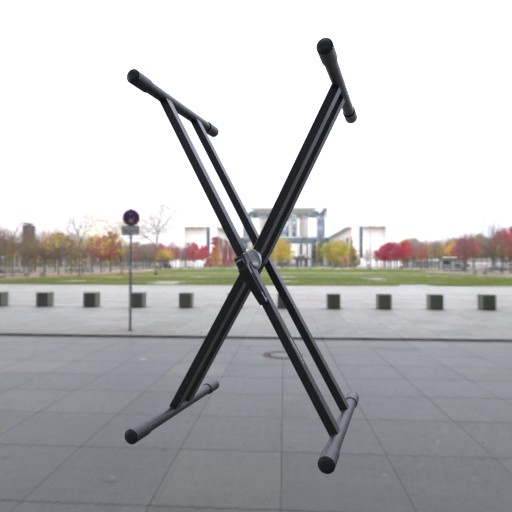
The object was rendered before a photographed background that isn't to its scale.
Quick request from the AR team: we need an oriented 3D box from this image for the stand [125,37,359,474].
[{"bbox_3d":[0.000,0.000,1.216,0.503,0.900,0.495,0,-1,19],"label":"stand"}]
